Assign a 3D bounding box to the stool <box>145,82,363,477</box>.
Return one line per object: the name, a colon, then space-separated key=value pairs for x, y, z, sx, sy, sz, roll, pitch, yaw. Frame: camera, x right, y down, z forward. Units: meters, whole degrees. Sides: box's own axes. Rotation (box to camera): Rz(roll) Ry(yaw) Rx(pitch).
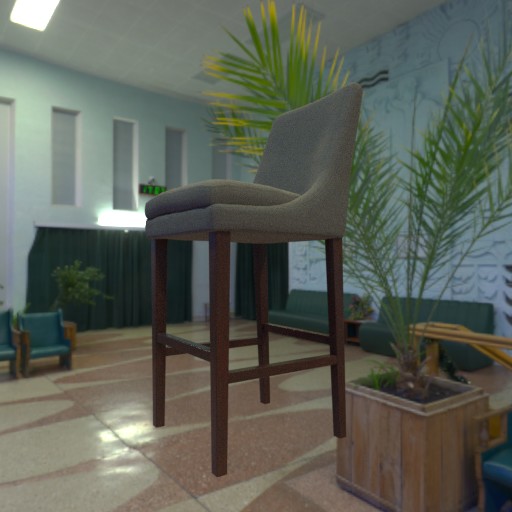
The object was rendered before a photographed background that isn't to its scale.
stool: x=0.000 y=0.000 z=1.391 sx=0.577 sy=1.078 sz=0.470 roll=1 pitch=-1 yaw=-34
